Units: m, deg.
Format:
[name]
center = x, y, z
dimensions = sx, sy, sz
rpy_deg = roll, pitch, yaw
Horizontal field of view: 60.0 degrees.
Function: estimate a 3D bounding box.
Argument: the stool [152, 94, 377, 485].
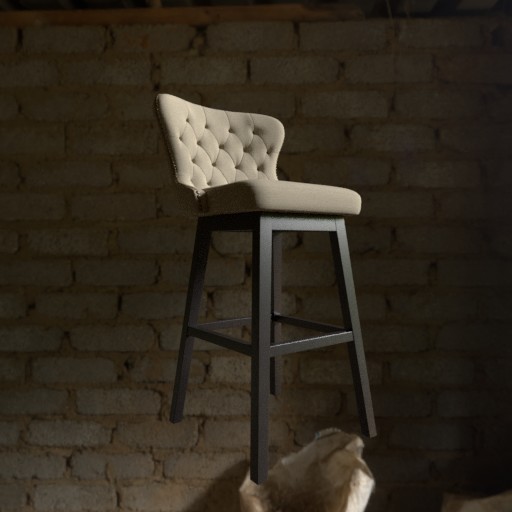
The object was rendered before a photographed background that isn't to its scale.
[stool]
center = 0.000, 0.000, 1.412
dimensions = 0.528, 1.066, 0.605
rpy_deg = -1, 2, -37
